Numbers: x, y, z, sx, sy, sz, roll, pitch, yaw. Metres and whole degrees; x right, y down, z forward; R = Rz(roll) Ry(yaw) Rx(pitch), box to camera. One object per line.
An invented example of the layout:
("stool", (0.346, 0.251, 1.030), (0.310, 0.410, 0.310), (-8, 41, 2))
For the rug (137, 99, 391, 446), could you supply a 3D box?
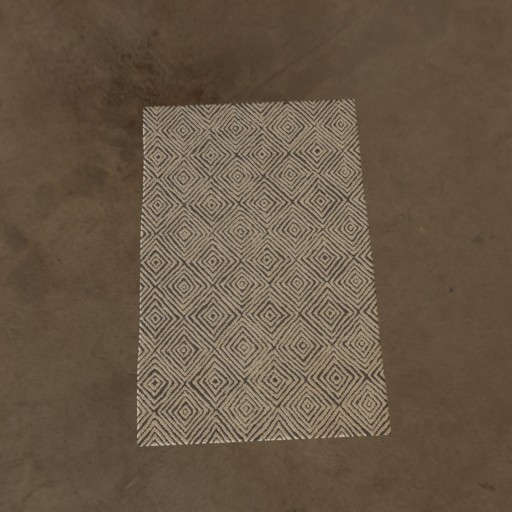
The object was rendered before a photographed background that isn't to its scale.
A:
("rug", (0.000, 0.000, 2.249), (1.177, 0.004, 1.750), (-2, 76, -1))
